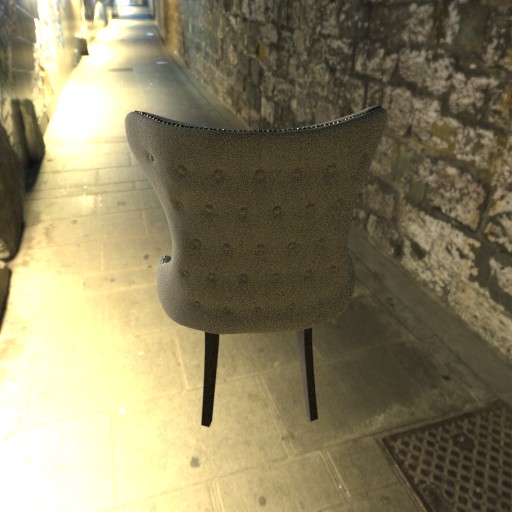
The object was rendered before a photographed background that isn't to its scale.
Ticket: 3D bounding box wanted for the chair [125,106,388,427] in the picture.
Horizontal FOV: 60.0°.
[{"bbox_3d":[0.000,0.000,1.372,0.628,0.967,0.635,-2,31,-3],"label":"chair"}]
